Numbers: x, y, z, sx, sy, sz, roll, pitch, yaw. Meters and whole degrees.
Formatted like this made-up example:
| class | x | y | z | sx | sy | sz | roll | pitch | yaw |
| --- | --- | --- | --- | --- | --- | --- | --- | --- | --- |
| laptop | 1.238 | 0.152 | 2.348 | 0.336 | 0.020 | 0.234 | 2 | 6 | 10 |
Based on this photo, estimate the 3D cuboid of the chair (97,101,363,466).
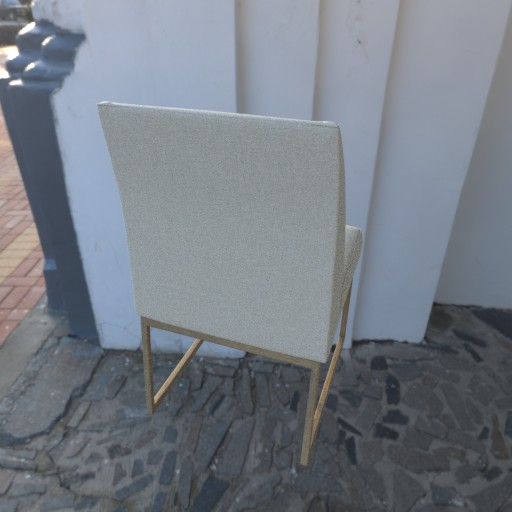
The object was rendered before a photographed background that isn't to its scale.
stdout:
| class | x | y | z | sx | sy | sz | roll | pitch | yaw |
| --- | --- | --- | --- | --- | --- | --- | --- | --- | --- |
| chair | 0.000 | 0.000 | 1.191 | 0.508 | 0.863 | 0.522 | 11 | 33 | 17 |
